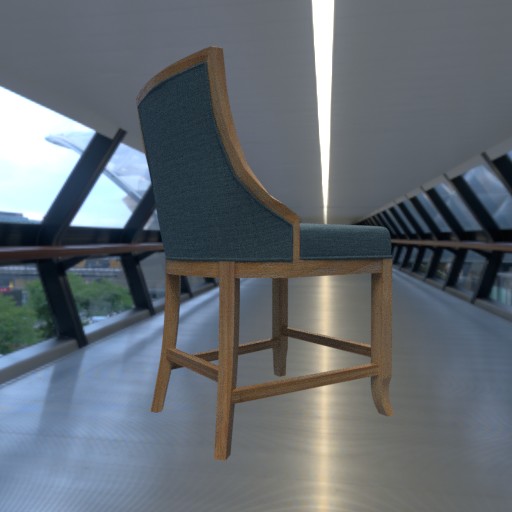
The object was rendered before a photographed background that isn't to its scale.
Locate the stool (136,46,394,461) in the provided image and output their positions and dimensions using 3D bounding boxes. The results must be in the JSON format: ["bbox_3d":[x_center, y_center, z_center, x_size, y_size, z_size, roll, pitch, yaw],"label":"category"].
[{"bbox_3d":[0.000,0.000,1.317,0.626,0.938,0.524,-1,2,-37],"label":"stool"}]
